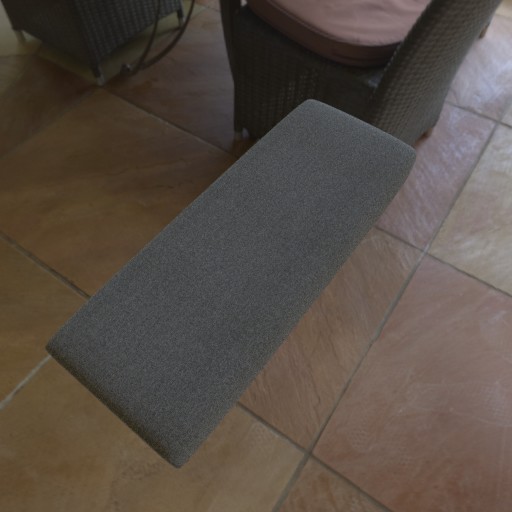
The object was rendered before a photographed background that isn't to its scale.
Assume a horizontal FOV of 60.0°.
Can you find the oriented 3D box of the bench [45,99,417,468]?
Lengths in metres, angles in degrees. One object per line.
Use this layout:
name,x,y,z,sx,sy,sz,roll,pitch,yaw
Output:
bench,0.000,0.000,1.852,0.631,0.384,1.598,33,64,19
